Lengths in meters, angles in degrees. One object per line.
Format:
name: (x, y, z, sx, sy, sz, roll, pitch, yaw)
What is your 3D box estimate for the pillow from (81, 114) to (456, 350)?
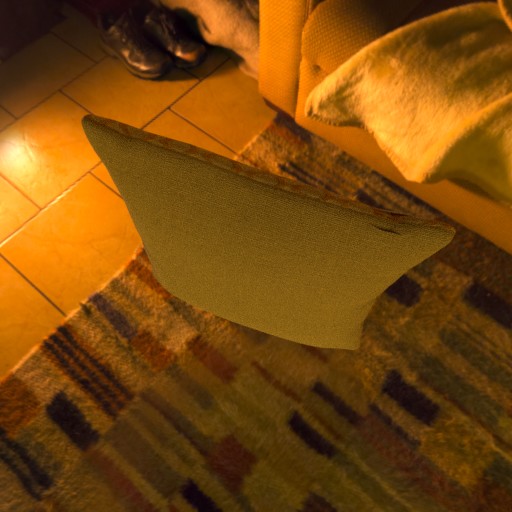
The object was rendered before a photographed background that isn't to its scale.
pillow: (0.000, 0.000, 0.667, 0.429, 0.436, 0.159, 18, 65, 9)
